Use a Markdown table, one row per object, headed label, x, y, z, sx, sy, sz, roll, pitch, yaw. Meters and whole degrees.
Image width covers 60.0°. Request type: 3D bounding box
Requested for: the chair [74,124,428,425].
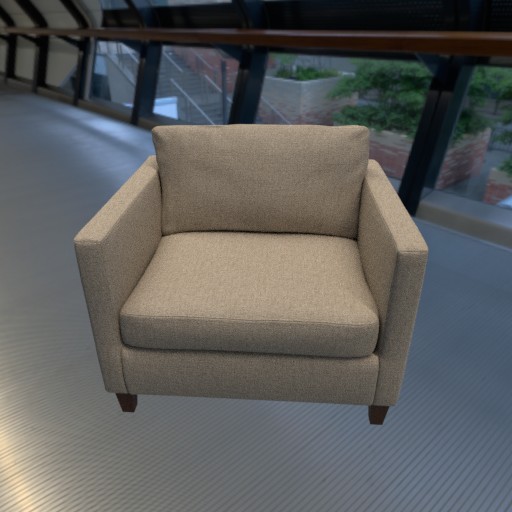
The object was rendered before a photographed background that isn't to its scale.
| label | x | y | z | sx | sy | sz | roll | pitch | yaw |
| --- | --- | --- | --- | --- | --- | --- | --- | --- | --- |
| chair | 0.000 | 0.000 | 1.839 | 1.107 | 0.961 | 0.959 | 2 | 29 | 3 |
